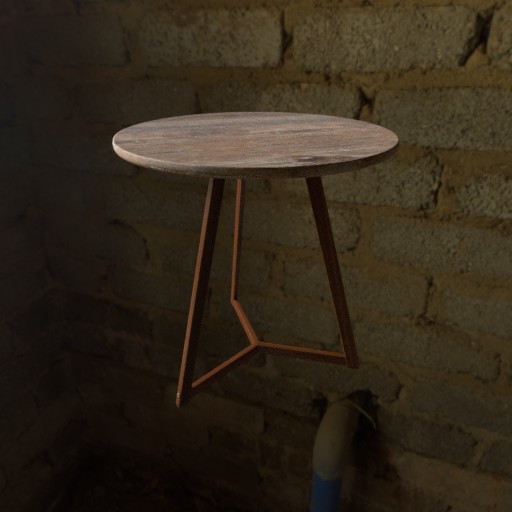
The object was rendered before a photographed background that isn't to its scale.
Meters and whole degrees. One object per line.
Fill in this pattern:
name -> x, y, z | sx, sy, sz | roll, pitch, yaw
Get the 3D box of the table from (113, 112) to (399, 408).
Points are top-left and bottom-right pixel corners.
table -> 0.000, 0.000, 0.912 | 0.500, 0.500, 0.500 | 0, 26, 0
